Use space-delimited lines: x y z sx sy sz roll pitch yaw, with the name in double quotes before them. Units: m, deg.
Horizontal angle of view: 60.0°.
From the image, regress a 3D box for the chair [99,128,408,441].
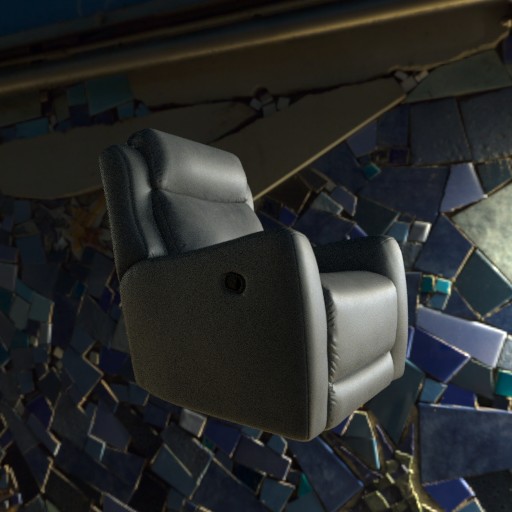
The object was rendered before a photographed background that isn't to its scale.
"chair" 0.000 0.000 1.938 1.068 1.116 0.965 0 0 36
